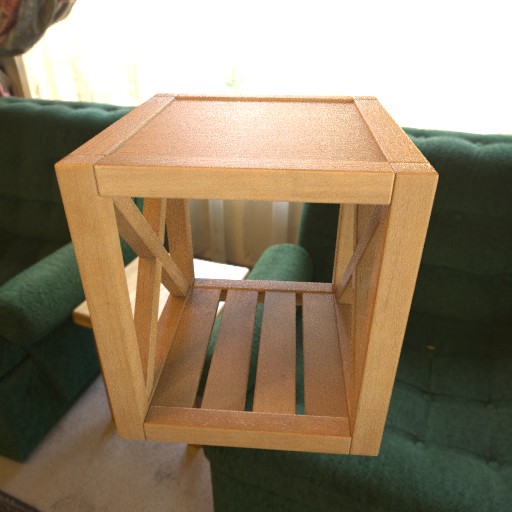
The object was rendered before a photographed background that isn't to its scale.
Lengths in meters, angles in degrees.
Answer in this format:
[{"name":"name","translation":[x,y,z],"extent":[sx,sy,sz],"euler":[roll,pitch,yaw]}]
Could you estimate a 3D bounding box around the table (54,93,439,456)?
[{"name":"table","translation":[0.000,0.000,1.017],"extent":[0.558,0.610,0.559],"euler":[2,30,4]}]
